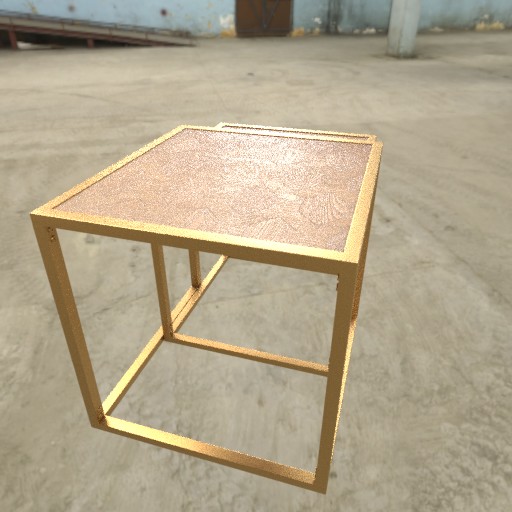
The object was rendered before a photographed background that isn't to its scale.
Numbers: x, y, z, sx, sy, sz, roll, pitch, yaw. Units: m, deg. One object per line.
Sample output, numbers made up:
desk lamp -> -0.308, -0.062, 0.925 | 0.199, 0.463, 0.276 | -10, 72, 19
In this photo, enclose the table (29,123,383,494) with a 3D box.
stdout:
table -> 0.000, 0.000, 1.063 | 0.505, 0.505, 0.762 | 9, 32, 14
